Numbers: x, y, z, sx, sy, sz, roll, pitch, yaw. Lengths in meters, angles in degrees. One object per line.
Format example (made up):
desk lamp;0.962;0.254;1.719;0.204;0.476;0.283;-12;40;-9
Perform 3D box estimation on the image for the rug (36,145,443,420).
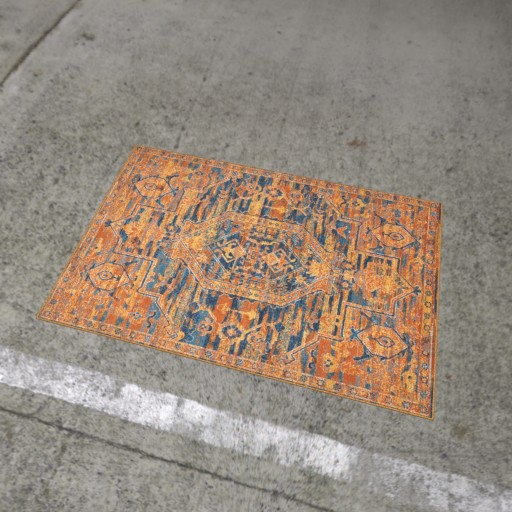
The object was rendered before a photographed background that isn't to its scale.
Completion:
rug;0.000;0.000;2.177;1.758;0.013;1.148;12;58;8
